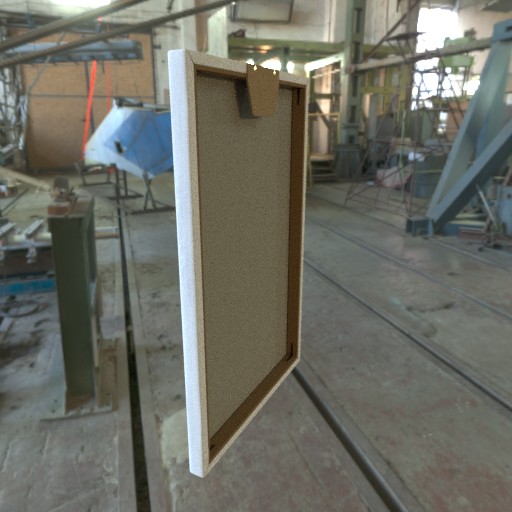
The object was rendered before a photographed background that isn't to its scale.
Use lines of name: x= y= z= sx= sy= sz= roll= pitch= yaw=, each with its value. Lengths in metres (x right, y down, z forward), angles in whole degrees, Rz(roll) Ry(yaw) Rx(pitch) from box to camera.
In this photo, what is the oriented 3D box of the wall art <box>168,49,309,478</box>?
wall art: x=0.000 y=0.000 z=1.161 sx=0.048 sy=0.916 sz=0.602 roll=9 pitch=19 yaw=26
